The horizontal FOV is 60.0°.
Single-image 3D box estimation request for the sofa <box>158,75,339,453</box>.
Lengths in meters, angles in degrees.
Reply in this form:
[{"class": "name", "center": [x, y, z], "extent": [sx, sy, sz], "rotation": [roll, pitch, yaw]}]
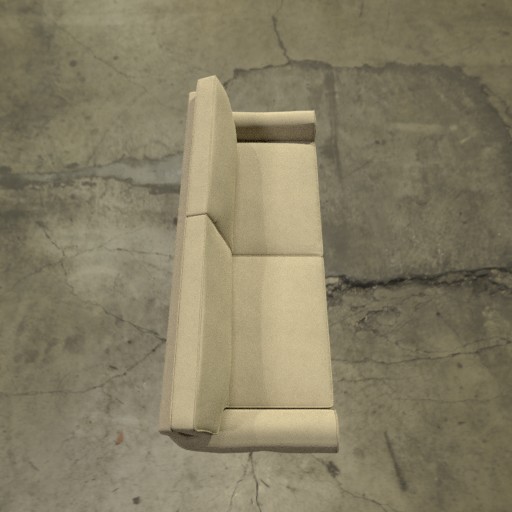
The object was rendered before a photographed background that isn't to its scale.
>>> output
[{"class": "sofa", "center": [0.000, 0.000, 2.756], "extent": [0.900, 1.014, 2.246], "rotation": [0, 64, 0]}]
